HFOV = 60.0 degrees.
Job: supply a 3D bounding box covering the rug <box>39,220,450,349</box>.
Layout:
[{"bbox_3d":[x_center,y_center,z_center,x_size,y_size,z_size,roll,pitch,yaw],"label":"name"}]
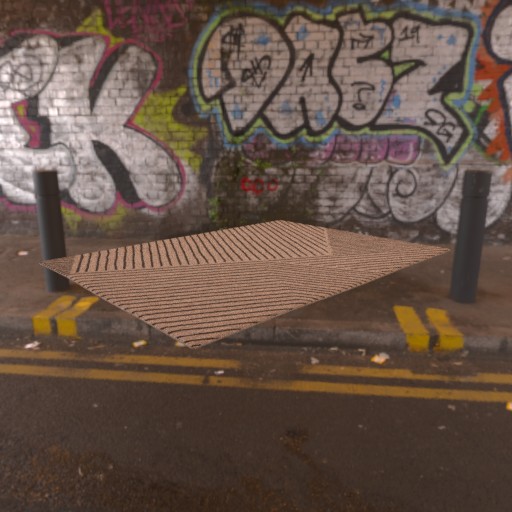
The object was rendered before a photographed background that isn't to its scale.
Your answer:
[{"bbox_3d":[0.000,0.000,3.260,2.449,0.028,1.829,-13,20,-42],"label":"rug"}]
